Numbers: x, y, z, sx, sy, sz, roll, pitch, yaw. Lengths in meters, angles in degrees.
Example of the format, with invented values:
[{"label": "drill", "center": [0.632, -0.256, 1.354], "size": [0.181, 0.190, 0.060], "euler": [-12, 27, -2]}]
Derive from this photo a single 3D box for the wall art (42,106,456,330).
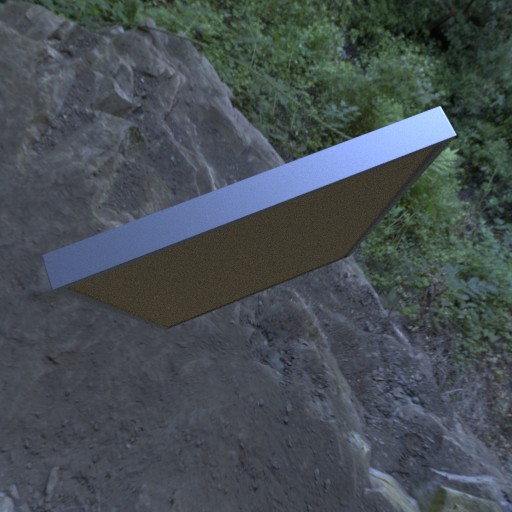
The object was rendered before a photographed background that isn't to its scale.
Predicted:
[{"label": "wall art", "center": [0.000, 0.000, 0.725], "size": [0.445, 0.553, 0.039], "euler": [-21, 77, -5]}]
